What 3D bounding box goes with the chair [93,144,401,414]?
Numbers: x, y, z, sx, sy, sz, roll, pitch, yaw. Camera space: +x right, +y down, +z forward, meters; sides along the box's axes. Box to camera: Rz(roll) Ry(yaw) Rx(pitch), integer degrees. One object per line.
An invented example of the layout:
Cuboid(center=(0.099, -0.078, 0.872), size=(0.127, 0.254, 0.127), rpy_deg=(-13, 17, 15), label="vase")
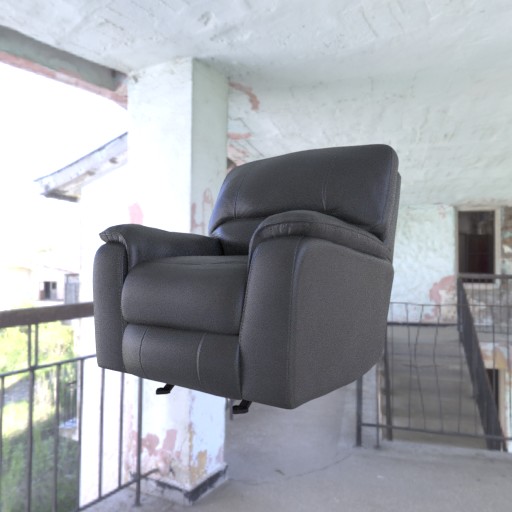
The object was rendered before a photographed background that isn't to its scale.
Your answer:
Cuboid(center=(0.000, 0.000, 2.003), size=(1.096, 1.109, 1.087), rpy_deg=(-1, -1, 36), label="chair")
